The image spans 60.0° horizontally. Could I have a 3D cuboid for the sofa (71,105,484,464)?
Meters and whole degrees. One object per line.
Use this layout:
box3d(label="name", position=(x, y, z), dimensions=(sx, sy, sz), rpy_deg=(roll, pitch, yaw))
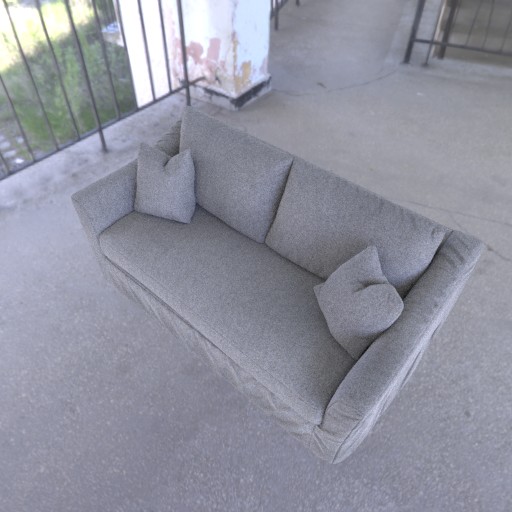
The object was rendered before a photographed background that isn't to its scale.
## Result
box3d(label="sofa", position=(0.000, 0.000, 2.537), dimensions=(2.010, 1.018, 1.072), rpy_deg=(32, 54, 27))
